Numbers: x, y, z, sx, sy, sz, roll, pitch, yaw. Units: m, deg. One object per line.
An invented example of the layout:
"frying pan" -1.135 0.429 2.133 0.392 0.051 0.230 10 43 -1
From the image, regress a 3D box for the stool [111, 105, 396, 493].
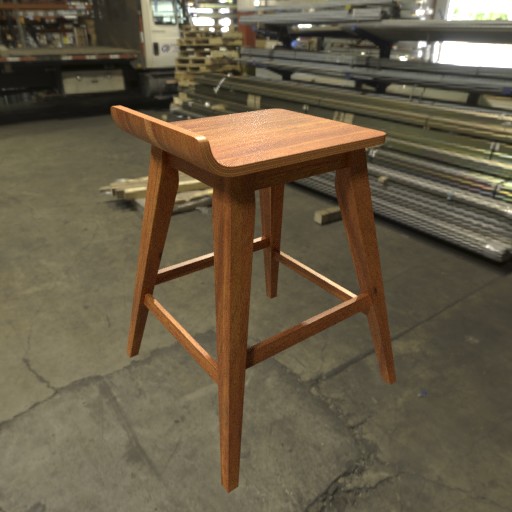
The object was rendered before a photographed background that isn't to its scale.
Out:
"stool" 0.000 0.000 0.998 0.500 0.650 0.500 -19 34 -32
